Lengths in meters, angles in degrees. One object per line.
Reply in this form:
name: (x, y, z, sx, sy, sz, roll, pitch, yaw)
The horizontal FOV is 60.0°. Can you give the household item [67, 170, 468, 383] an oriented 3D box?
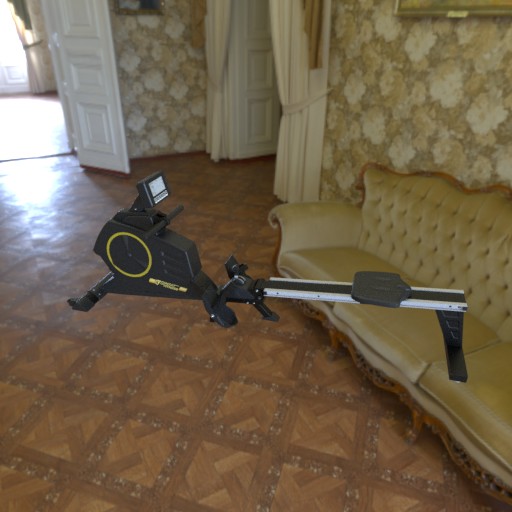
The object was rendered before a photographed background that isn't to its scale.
household item: (0.000, 0.000, 2.445, 2.251, 0.810, 0.521, 8, 28, 14)
